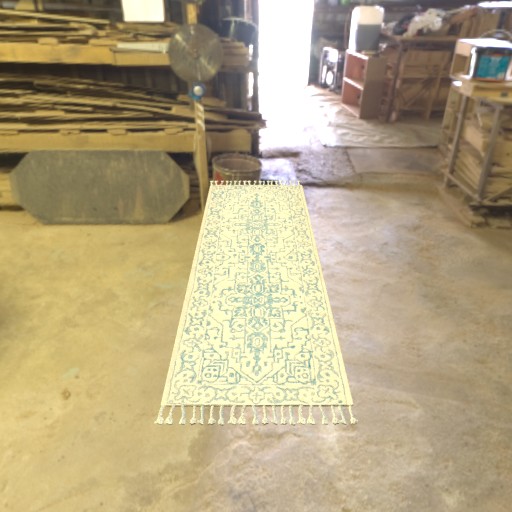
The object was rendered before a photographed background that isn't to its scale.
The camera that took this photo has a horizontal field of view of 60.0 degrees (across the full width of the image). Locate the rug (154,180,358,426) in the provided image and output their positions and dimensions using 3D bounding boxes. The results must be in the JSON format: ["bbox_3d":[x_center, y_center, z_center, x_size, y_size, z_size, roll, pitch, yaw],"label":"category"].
[{"bbox_3d":[0.000,0.000,2.716,0.774,0.011,2.449,0,31,0],"label":"rug"}]
